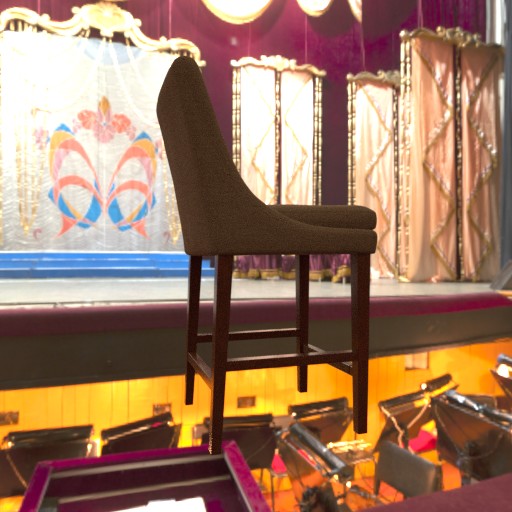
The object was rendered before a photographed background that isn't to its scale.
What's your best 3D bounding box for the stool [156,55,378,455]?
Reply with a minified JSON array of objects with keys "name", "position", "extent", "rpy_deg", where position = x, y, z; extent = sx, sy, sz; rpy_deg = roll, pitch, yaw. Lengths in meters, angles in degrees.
[{"name":"stool","position":[0.000,0.000,1.342],"extent":[0.577,0.981,0.470],"rpy_deg":[0,0,-18]}]
